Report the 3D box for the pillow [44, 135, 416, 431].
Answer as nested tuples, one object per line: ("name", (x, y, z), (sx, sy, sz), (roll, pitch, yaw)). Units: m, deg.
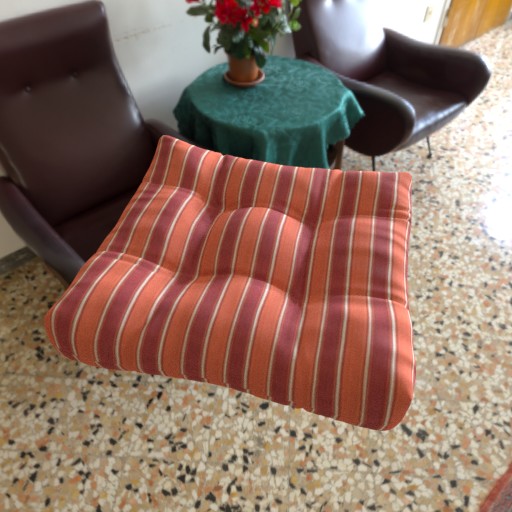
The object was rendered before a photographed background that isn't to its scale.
("pillow", (0.000, 0.000, 0.715), (0.490, 0.133, 0.468), (9, 48, 9))
